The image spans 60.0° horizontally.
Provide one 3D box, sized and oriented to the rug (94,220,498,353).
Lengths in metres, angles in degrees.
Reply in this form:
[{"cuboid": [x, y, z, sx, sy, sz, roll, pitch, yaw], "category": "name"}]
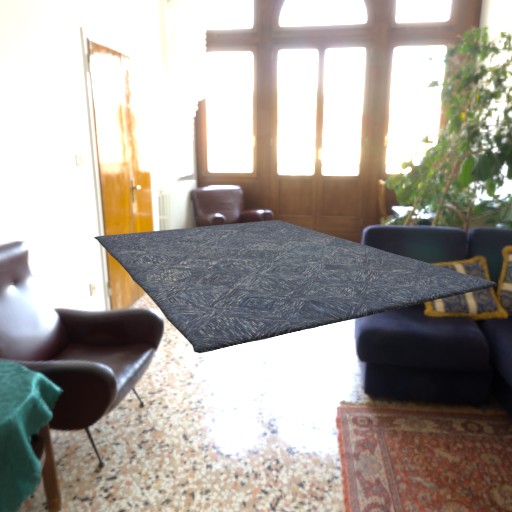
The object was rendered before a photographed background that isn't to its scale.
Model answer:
[{"cuboid": [0.000, 0.000, 4.105, 2.385, 0.024, 3.245, -7, 16, -27], "category": "rug"}]
